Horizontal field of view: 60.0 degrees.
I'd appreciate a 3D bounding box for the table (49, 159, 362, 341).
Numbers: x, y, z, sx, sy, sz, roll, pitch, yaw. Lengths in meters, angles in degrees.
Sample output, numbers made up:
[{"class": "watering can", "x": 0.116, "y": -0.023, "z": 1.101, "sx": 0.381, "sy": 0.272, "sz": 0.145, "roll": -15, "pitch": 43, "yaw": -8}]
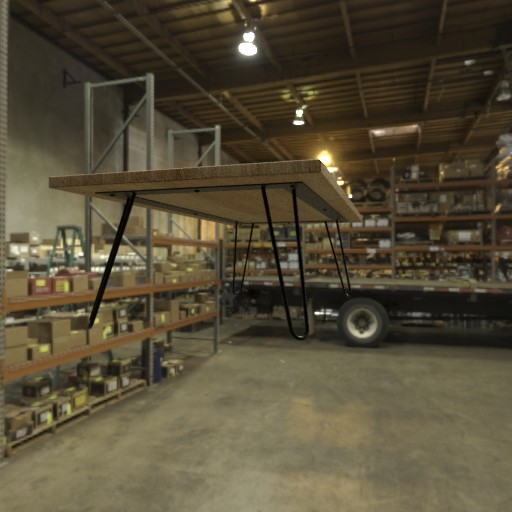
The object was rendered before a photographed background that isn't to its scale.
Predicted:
[{"class": "table", "x": 0.000, "y": 0.000, "z": 1.676, "sx": 0.699, "sy": 0.400, "sz": 1.348, "roll": 0, "pitch": 0, "yaw": 17}]
